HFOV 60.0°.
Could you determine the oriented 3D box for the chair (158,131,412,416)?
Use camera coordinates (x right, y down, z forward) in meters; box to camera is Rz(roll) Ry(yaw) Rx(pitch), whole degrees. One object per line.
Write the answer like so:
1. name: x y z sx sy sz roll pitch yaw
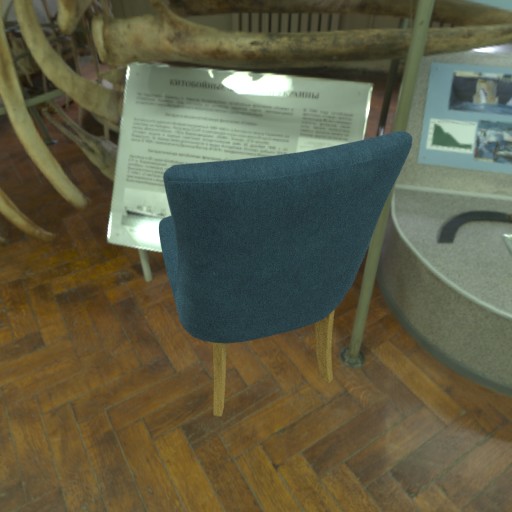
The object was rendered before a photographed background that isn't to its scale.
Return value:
1. chair: 0.000 0.000 1.252 0.495 0.902 0.609 -12 42 -13
